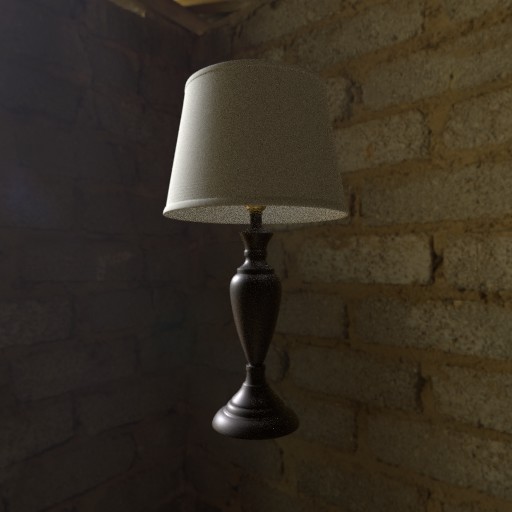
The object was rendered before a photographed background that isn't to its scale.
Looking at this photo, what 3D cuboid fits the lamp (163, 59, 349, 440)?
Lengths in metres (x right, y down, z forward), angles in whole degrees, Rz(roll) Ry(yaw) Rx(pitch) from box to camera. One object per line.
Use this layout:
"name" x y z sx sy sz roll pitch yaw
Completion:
"lamp" 0.000 0.000 0.815 0.335 0.611 0.335 0 -1 0
